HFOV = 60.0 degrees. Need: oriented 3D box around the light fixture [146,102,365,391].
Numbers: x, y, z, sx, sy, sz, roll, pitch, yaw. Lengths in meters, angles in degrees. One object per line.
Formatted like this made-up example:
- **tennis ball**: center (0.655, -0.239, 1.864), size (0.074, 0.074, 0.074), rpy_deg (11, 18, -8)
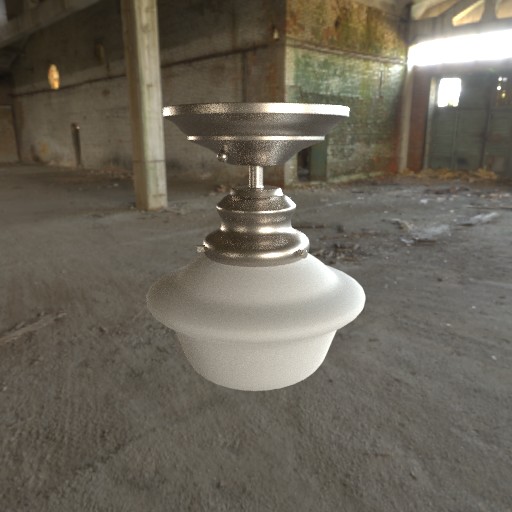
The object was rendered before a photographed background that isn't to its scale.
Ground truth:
- **light fixture**: center (0.000, 0.000, 0.402), size (0.199, 0.254, 0.199), rpy_deg (0, 15, 0)
